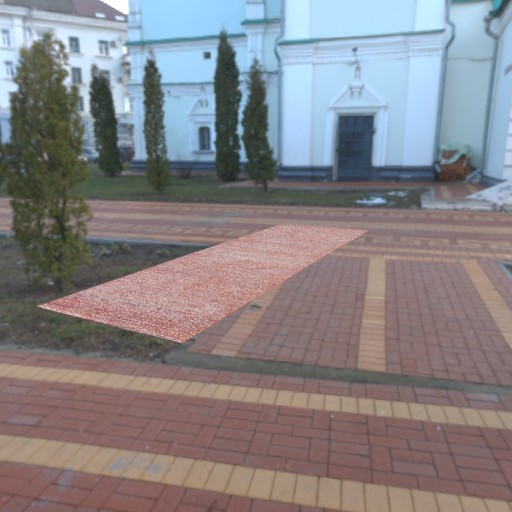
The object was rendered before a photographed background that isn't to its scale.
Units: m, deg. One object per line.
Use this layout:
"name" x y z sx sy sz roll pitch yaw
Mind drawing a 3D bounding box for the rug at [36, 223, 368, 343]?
"rug" 0.000 0.000 2.588 0.718 0.013 2.353 7 15 28
